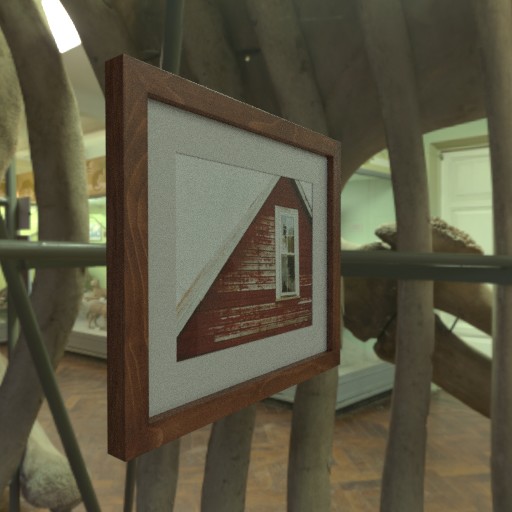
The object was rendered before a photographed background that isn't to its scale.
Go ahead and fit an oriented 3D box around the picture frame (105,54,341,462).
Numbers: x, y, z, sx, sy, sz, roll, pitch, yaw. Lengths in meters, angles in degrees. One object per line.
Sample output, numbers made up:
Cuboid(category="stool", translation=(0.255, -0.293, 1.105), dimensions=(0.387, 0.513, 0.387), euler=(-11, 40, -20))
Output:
Cuboid(category="picture frame", translation=(0.000, 0.000, 0.516), dimensions=(0.025, 0.330, 0.381), euler=(1, 1, 38))
